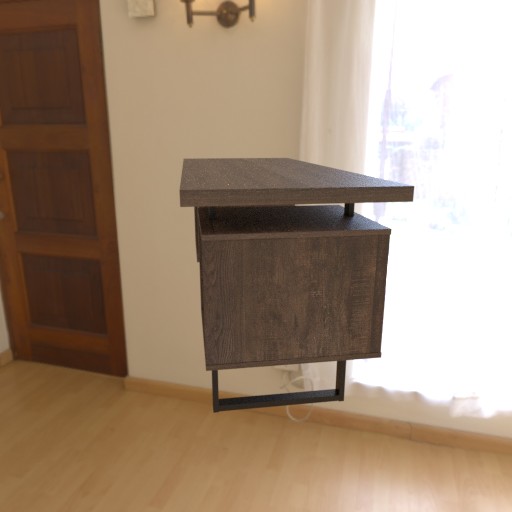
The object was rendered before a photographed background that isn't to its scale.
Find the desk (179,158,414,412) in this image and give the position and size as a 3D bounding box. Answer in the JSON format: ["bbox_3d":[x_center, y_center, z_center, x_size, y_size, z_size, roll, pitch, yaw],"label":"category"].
[{"bbox_3d":[0.000,0.000,1.930,0.600,0.760,1.524,-2,15,-8],"label":"desk"}]
